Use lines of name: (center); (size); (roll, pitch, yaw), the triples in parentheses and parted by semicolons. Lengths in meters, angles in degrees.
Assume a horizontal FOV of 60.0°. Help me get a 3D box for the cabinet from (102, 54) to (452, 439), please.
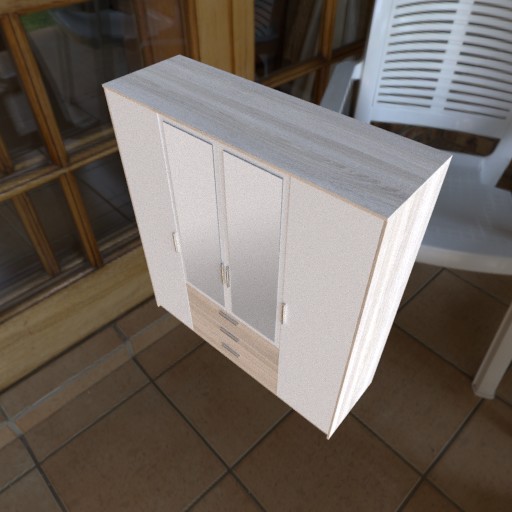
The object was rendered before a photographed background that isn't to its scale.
cabinet: (0.000, 0.000, 3.043); (1.870, 2.060, 0.620); (31, 53, 28)
